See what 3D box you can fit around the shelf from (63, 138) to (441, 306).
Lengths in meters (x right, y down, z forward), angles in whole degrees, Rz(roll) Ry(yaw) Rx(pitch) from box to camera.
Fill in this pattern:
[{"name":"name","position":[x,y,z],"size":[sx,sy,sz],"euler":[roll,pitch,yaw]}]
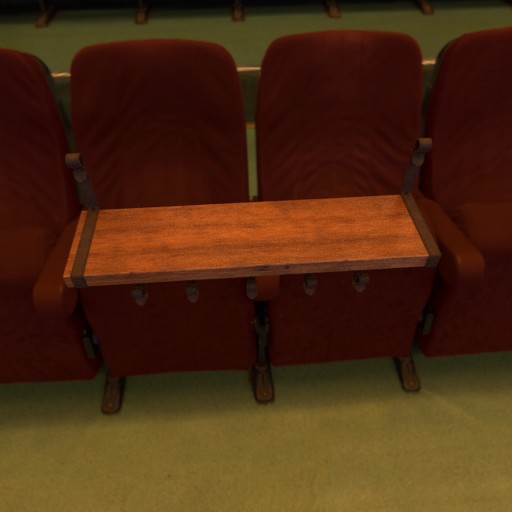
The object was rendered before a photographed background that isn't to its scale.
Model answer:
[{"name":"shelf","position":[0.000,0.000,0.721],"size":[0.567,0.330,0.146],"euler":[-3,47,-3]}]
